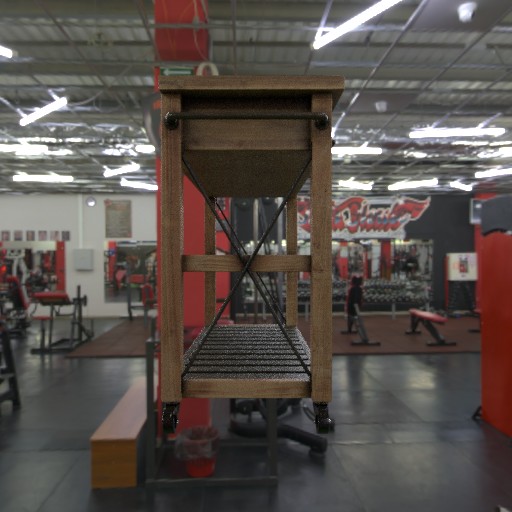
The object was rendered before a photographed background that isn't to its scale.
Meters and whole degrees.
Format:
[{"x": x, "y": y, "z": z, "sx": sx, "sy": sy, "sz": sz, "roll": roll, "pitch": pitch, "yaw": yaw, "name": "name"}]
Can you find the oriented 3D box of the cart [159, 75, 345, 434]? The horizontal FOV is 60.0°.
[{"x": 0.000, "y": 0.000, "z": 1.002, "sx": 0.298, "sy": 0.554, "sz": 0.686, "roll": 0, "pitch": 0, "yaw": 0, "name": "cart"}]
